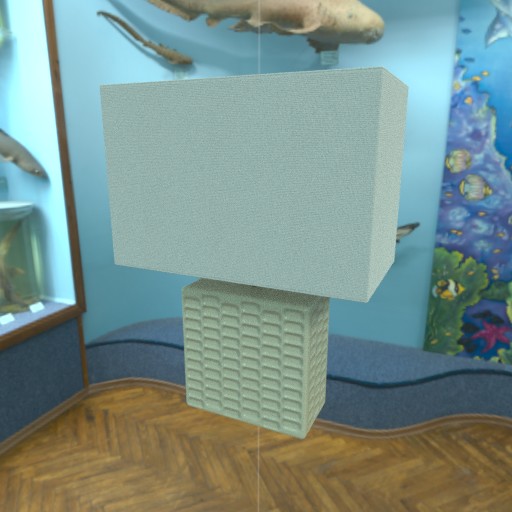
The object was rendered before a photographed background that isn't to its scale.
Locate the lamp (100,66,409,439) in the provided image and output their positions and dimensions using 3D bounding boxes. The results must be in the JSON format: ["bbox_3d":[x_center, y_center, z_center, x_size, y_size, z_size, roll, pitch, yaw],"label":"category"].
[{"bbox_3d":[0.000,0.000,0.676,0.380,0.515,0.200,7,16,25],"label":"lamp"}]
